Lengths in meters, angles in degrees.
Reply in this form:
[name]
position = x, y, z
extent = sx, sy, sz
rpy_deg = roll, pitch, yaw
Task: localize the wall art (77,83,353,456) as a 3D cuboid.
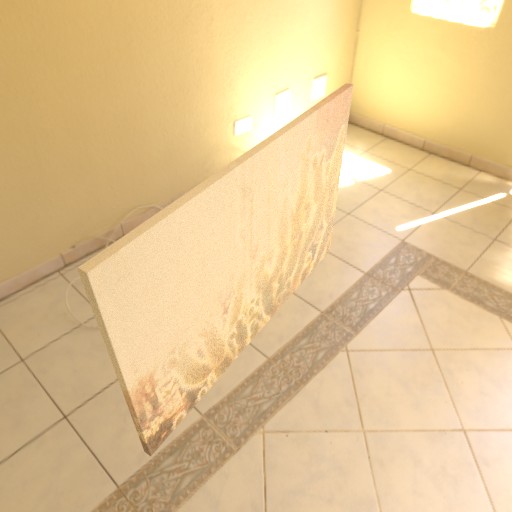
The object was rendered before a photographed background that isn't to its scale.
[wall art]
position = 0.000, 0.000, 1.908
extent = 0.038, 1.012, 1.525
rpy_deg = 25, 47, 25
